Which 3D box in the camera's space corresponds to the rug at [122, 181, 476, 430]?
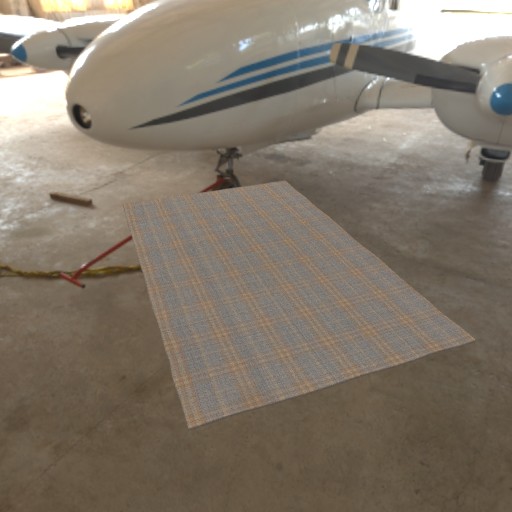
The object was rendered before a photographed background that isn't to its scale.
[{"bbox_3d":[0.000,0.000,3.072,1.545,0.016,2.460,-11,33,-18],"label":"rug"}]
